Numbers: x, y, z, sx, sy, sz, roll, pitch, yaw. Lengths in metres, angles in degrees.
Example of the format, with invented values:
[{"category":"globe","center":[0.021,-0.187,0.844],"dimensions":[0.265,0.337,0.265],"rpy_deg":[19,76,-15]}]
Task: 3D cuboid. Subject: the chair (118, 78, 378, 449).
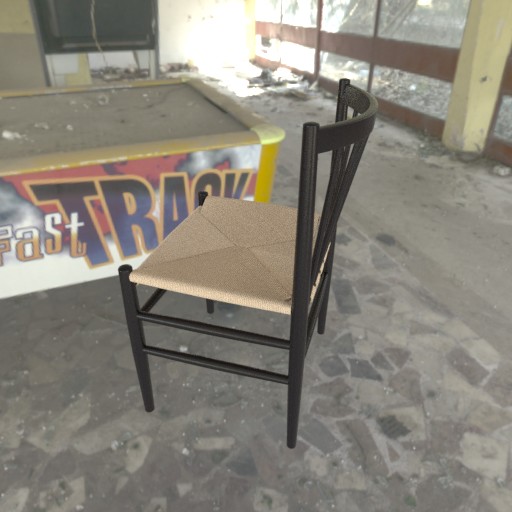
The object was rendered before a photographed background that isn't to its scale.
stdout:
[{"category":"chair","center":[0.000,0.000,1.158],"dimensions":[0.516,0.818,0.495],"rpy_deg":[9,32,14]}]
